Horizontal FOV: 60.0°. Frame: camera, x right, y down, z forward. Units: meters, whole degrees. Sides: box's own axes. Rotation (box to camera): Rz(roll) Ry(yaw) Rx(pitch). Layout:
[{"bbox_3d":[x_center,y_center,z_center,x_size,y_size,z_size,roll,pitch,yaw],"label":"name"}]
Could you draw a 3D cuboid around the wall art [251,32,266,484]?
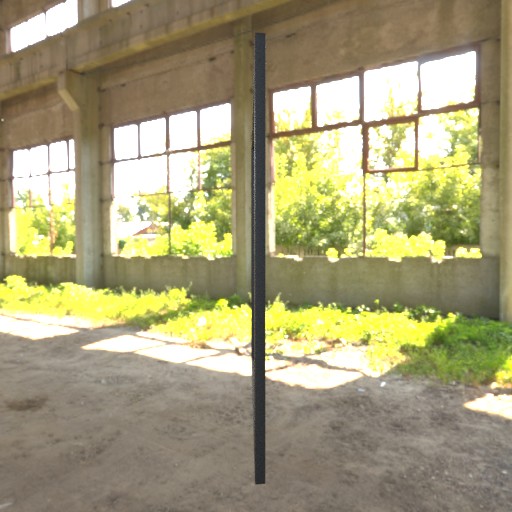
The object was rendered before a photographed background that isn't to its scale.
[{"bbox_3d":[0.000,0.000,0.975,0.016,0.659,0.663,0,1,-1],"label":"wall art"}]
